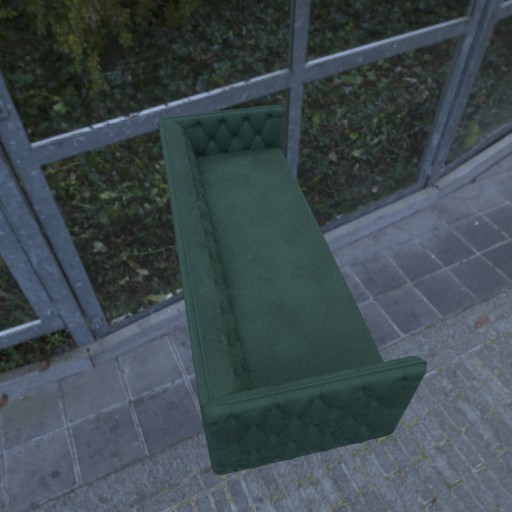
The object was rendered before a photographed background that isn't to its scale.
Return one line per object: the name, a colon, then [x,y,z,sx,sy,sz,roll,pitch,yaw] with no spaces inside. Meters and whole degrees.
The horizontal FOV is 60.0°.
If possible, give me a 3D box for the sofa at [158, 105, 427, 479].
sofa: [0.000,0.000,2.618,0.895,0.771,2.209,-9,47,-9]
